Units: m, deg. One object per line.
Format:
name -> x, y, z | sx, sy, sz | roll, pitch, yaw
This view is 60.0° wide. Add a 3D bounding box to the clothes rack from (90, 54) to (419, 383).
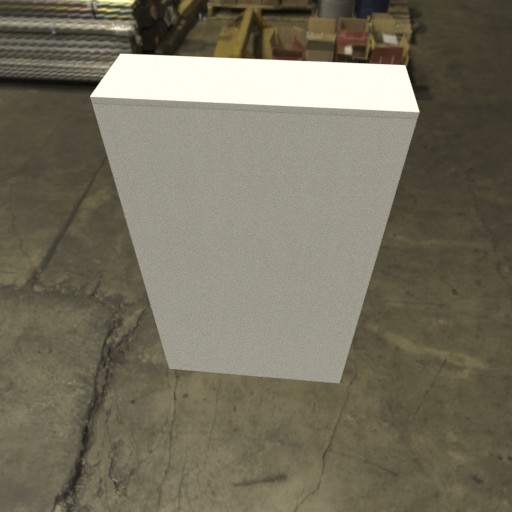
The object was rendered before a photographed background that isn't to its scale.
clothes rack -> 0.000, 0.000, 1.557 | 0.750, 1.280, 0.250 | 4, 47, 4
